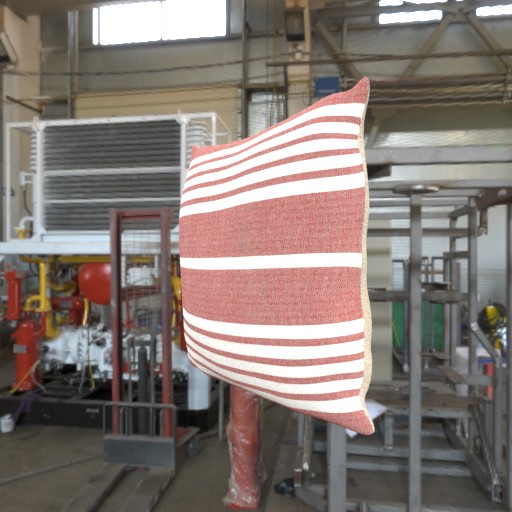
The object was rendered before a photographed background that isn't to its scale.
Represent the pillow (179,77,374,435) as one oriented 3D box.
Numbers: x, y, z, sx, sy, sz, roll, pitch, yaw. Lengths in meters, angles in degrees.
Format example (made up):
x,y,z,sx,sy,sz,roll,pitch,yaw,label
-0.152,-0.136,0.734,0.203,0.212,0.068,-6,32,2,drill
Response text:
x,y,z,sx,sy,sz,roll,pitch,yaw,label
0.000,0.000,0.686,0.182,0.427,0.439,0,0,-36,pillow
